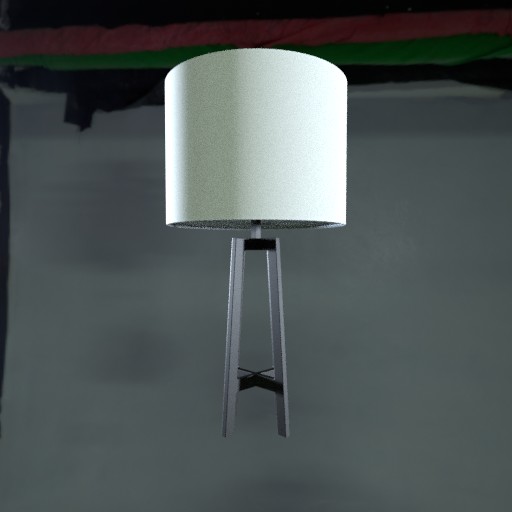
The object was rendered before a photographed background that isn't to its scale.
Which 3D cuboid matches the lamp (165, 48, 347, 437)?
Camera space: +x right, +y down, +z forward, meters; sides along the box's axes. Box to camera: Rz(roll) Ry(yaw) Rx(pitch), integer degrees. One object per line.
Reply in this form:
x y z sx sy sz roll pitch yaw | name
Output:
0.000 0.000 0.642 0.257 0.489 0.257 0 1 0 | lamp
